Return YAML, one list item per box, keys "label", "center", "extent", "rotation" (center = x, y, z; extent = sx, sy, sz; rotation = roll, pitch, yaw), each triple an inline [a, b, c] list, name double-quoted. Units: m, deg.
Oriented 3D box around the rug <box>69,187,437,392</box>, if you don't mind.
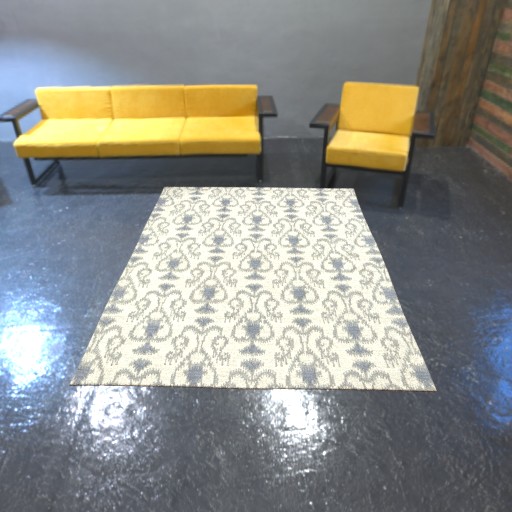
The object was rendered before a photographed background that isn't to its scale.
- label: "rug"
  center: [0.000, 0.000, 2.963]
  extent: [1.676, 0.013, 2.261]
  rotation: [1, 32, 1]
